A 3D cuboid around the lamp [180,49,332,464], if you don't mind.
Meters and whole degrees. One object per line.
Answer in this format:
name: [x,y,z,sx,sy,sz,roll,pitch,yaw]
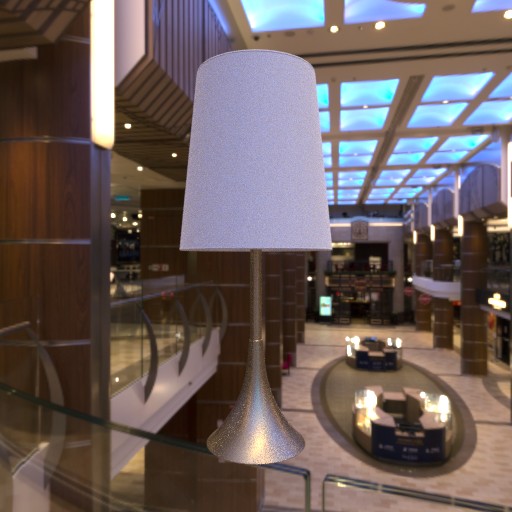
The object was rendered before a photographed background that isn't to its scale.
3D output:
lamp: [0.000,0.000,0.680,0.231,0.569,0.231,0,0,0]
